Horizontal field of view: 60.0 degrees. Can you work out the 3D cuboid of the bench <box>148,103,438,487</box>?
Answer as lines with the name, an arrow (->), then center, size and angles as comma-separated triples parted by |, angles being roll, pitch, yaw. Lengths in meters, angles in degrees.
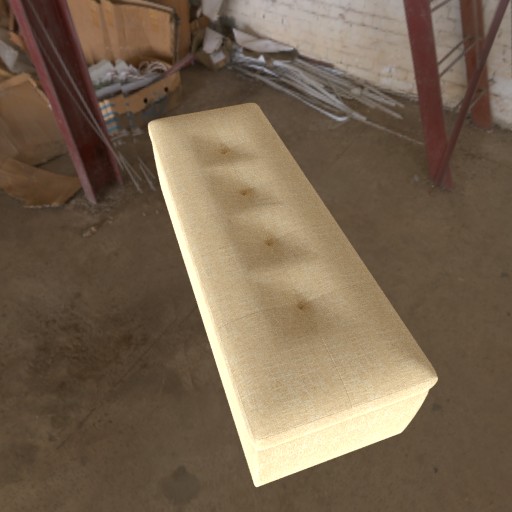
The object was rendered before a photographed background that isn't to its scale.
bench -> 0.000, 0.000, 1.415 | 0.432, 0.406, 1.219 | -14, 50, -13
